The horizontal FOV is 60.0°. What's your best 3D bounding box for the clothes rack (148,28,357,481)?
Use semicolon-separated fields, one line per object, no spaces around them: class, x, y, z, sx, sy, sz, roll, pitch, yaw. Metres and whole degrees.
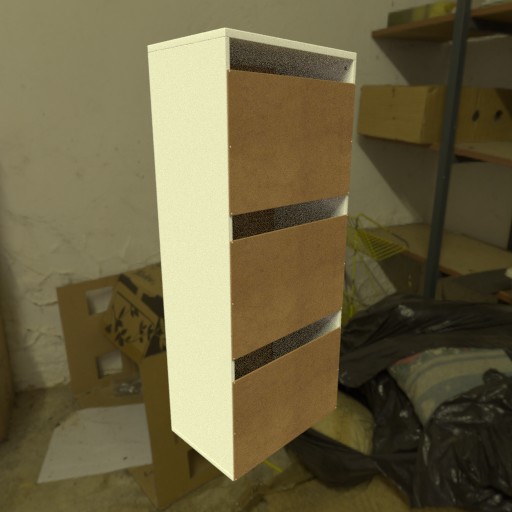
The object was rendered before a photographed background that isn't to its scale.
clothes rack;0.000;0.000;1.391;0.500;1.187;0.331;-15;22;-42
